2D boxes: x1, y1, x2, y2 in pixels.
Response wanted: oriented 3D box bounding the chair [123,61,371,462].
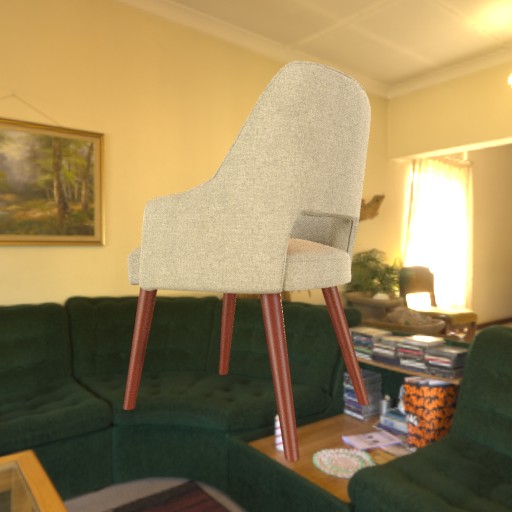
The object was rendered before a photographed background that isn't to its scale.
[{"bbox_3d":[0.000,0.000,1.234,0.605,0.849,0.548,1,1,35],"label":"chair"}]
